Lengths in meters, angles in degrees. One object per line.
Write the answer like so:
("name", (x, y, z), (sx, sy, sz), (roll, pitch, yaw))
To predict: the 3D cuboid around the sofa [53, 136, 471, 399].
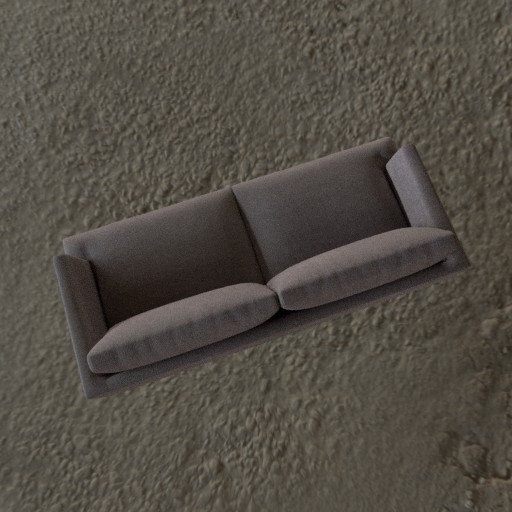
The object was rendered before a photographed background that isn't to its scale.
("sofa", (0.000, 0.000, 2.738), (2.250, 0.868, 1.020), (-18, 77, -5))
